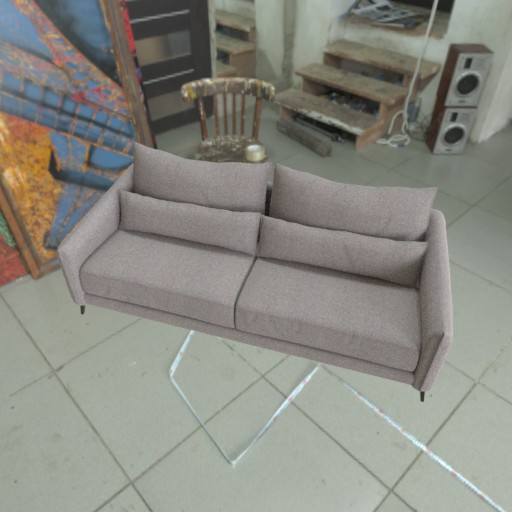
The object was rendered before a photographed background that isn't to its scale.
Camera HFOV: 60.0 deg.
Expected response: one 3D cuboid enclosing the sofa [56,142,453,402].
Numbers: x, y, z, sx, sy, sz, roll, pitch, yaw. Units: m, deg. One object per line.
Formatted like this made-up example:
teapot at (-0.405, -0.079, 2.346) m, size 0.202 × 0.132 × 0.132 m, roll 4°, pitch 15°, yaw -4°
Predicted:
sofa at (0.000, 0.000, 2.443) m, size 2.022 × 0.833 × 0.809 m, roll 11°, pitch 41°, yaw 13°
